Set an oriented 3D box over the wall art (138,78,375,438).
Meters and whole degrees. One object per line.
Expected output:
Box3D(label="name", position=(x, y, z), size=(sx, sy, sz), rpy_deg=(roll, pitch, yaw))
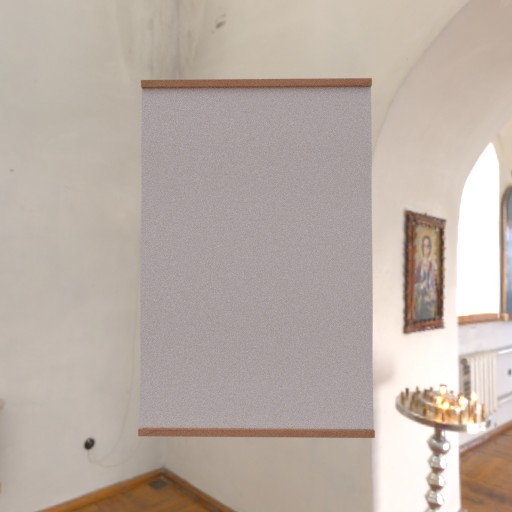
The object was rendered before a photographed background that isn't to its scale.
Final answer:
Box3D(label="wall art", position=(0.000, 0.000, 0.635), size=(0.332, 0.508, 0.012), rpy_deg=(0, -2, 1))
